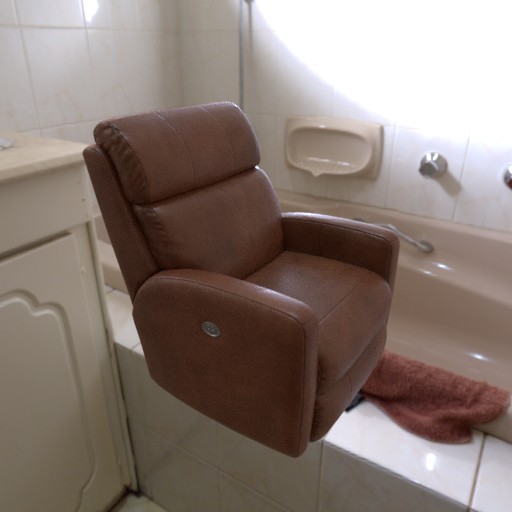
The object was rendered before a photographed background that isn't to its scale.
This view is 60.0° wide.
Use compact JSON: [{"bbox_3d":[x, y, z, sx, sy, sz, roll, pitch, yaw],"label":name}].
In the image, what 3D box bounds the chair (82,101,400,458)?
[{"bbox_3d":[0.000,0.000,1.673,0.939,1.016,0.787,17,30,31],"label":"chair"}]
